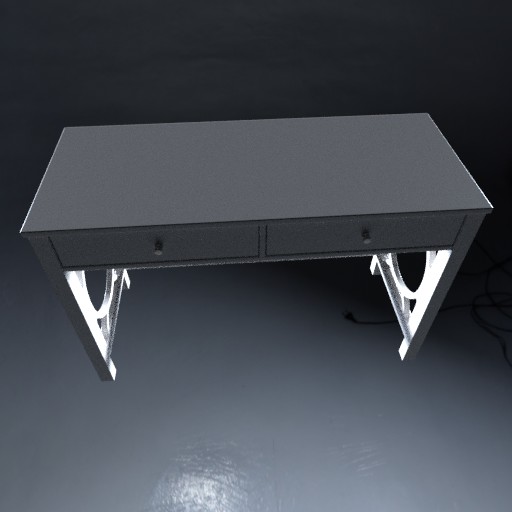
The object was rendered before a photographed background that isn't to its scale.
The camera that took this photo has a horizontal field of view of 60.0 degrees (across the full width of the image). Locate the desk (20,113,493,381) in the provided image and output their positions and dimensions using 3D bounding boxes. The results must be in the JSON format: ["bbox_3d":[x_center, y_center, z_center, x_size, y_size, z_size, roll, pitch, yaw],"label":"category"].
[{"bbox_3d":[0.000,0.000,1.552,1.191,0.762,0.504,-3,46,-3],"label":"desk"}]
